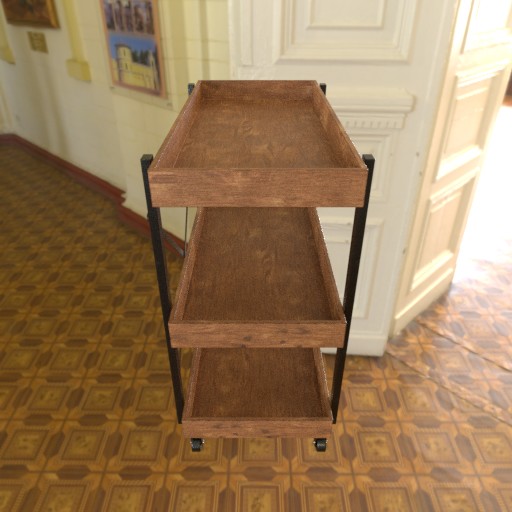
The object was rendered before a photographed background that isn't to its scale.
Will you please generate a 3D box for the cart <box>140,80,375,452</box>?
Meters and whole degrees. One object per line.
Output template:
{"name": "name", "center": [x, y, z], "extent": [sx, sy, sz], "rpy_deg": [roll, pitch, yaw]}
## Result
{"name": "cart", "center": [0.000, 0.000, 1.249], "extent": [0.411, 0.800, 0.750], "rpy_deg": [0, 32, 0]}
